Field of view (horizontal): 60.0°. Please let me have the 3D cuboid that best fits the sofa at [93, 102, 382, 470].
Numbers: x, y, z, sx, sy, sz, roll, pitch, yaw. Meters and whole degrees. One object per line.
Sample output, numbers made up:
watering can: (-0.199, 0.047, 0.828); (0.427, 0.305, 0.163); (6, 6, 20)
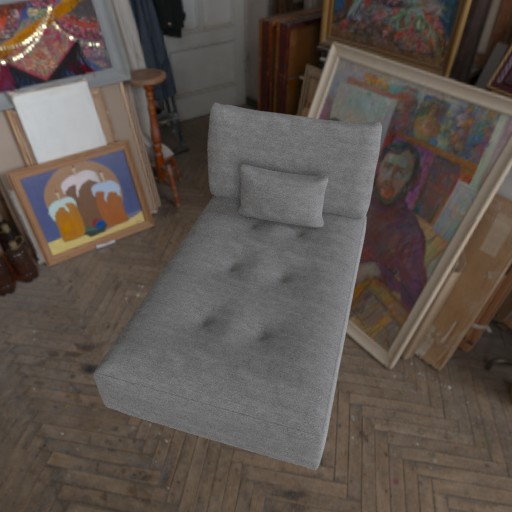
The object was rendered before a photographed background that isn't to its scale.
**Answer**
sofa: (0.000, 0.000, 2.037); (0.930, 0.820, 1.450); (11, 42, 13)
